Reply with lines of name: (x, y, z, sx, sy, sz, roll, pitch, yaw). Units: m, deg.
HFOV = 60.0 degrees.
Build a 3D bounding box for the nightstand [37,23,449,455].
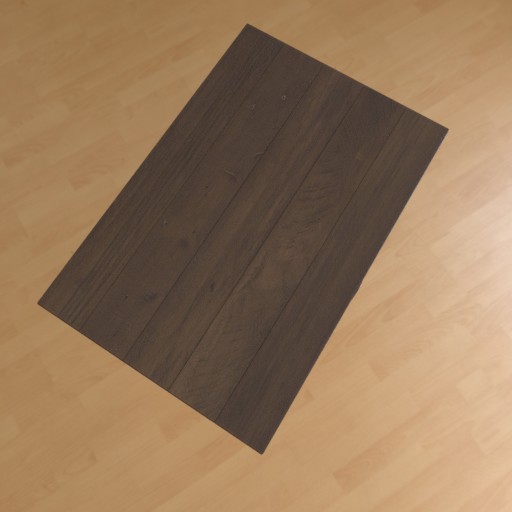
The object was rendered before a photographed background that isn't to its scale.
nightstand: (0.000, 0.000, 1.058, 0.450, 0.599, 0.650, 31, 78, 8)
